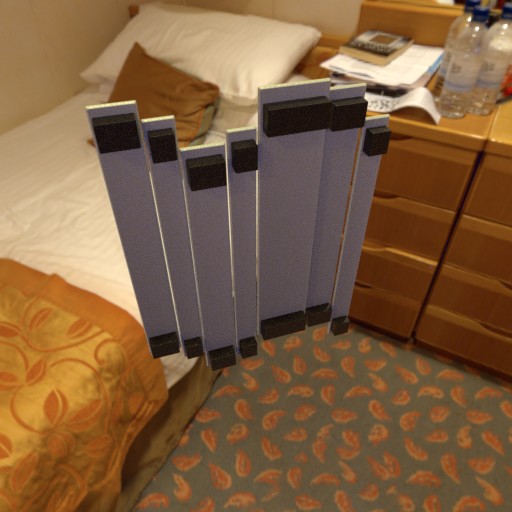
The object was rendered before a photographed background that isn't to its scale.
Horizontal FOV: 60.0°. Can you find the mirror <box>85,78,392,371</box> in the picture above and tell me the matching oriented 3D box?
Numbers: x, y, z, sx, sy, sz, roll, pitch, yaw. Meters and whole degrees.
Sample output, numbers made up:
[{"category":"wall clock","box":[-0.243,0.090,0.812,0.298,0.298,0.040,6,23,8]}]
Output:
[{"category":"mirror","box":[0.000,0.000,0.801,0.445,0.611,0.058,-12,43,-13]}]
